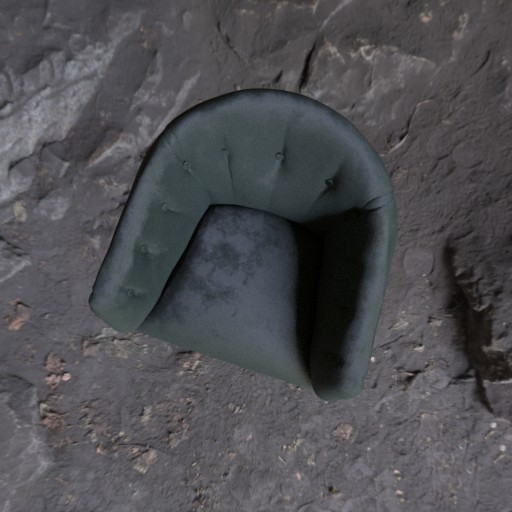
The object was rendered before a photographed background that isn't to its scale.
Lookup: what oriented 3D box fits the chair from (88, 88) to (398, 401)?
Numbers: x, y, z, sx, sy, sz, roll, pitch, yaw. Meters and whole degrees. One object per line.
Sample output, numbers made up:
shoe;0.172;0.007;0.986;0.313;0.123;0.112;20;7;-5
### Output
chair;0.000;0.000;1.538;0.851;0.885;0.776;17;76;4
